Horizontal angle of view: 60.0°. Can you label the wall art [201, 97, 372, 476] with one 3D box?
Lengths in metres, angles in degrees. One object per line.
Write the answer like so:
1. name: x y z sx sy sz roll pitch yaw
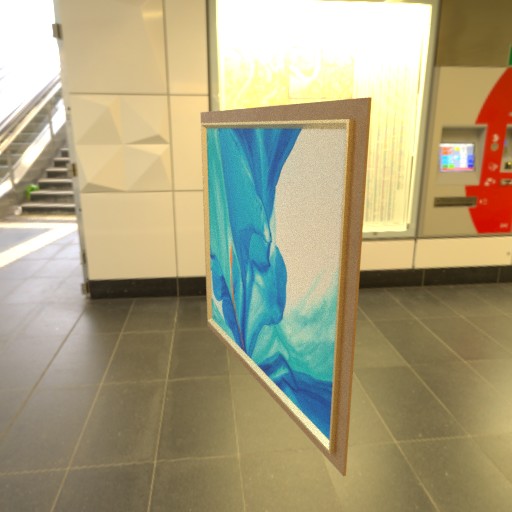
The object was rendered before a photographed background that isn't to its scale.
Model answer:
1. wall art: 0.000 0.000 1.675 0.025 1.067 1.168 -8 18 -25
